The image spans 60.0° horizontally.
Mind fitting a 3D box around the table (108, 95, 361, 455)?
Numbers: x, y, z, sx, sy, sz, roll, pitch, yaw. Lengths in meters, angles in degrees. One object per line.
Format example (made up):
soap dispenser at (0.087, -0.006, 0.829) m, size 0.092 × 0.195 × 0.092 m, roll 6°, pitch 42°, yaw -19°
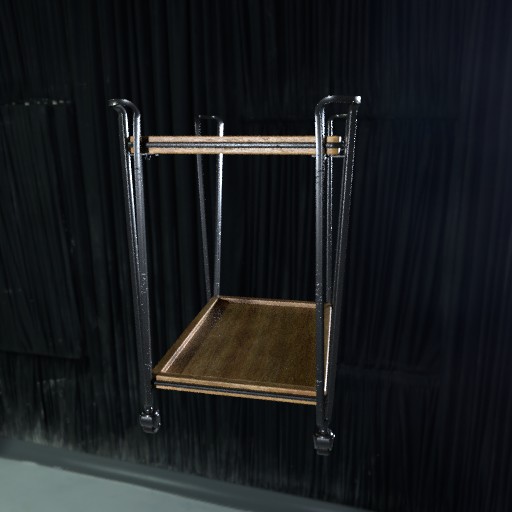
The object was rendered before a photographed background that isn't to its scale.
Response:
table at (0.000, 0.000, 1.240) m, size 0.505 × 0.785 × 0.672 m, roll 3°, pitch 15°, yaw 10°
